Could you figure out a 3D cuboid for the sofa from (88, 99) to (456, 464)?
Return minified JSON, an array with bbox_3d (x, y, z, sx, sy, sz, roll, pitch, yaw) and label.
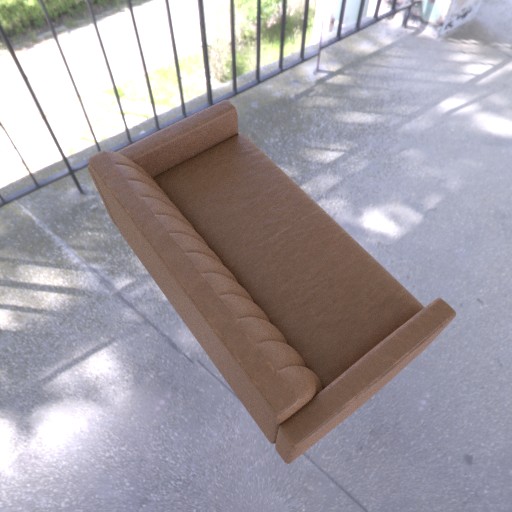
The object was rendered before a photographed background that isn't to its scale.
[{"bbox_3d":[0.000,0.000,2.429,0.993,0.821,1.847,-32,64,-18],"label":"sofa"}]
